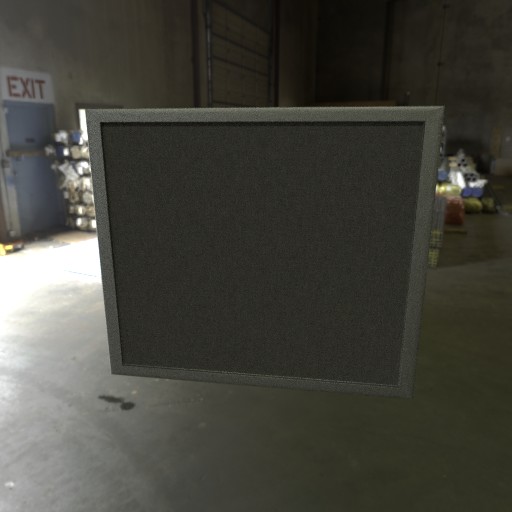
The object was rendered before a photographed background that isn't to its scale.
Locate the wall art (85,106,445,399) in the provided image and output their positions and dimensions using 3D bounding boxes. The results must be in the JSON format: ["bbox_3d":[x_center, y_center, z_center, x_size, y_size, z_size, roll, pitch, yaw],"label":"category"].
[{"bbox_3d":[0.000,0.000,0.520,0.380,0.330,0.028,2,16,8],"label":"wall art"}]
